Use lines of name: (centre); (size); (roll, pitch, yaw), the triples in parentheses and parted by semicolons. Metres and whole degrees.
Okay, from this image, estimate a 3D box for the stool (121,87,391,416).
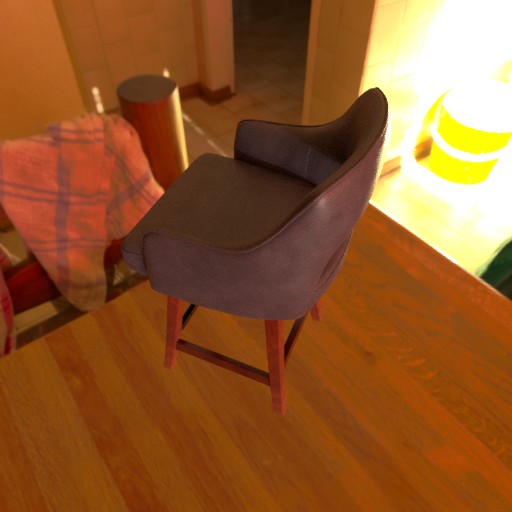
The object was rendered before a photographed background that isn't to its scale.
stool: (0.000, 0.000, 1.264); (0.560, 0.936, 0.550); (17, 49, 16)
